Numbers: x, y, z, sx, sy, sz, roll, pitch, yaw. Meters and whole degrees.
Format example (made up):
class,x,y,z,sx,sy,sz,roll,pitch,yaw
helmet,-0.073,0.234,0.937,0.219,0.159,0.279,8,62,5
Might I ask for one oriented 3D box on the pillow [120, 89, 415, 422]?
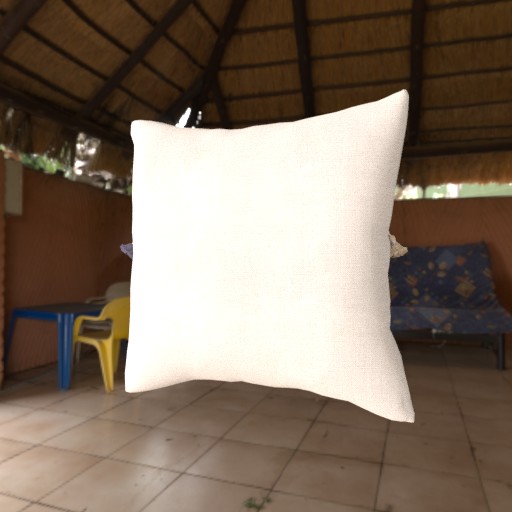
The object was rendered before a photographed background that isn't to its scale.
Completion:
class,x,y,z,sx,sy,sz,roll,pitch,yaw
pillow,0.000,0.000,0.729,0.489,0.481,0.165,0,0,19
